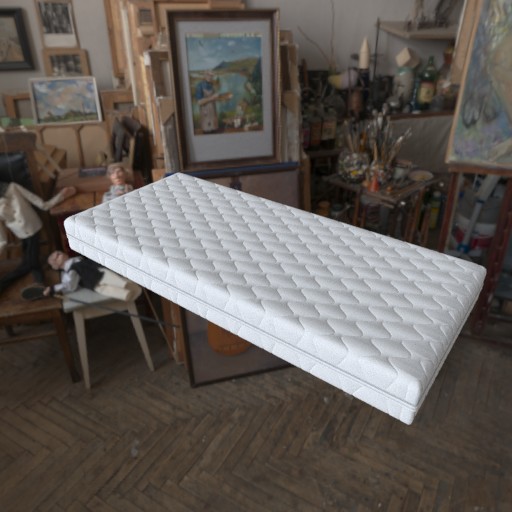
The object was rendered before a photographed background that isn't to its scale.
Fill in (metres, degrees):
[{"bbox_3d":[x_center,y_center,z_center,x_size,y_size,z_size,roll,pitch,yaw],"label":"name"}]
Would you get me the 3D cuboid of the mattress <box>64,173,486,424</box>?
[{"bbox_3d":[0.000,0.000,2.282,2.000,0.200,0.900,21,38,31],"label":"mattress"}]
